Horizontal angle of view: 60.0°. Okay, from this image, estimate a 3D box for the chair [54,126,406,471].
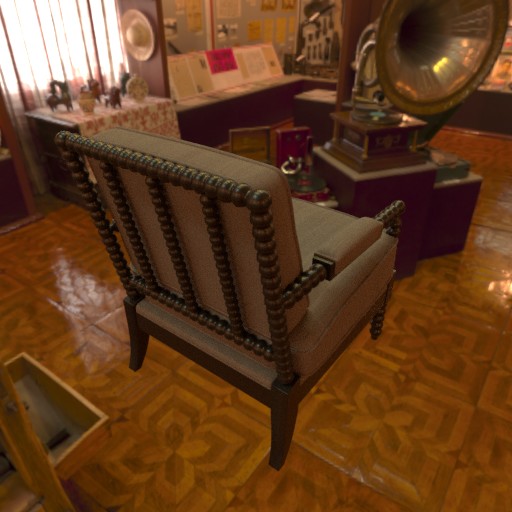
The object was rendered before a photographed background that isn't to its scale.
[{"bbox_3d":[0.000,0.000,1.075,0.540,0.661,0.622,22,37,31],"label":"chair"}]
